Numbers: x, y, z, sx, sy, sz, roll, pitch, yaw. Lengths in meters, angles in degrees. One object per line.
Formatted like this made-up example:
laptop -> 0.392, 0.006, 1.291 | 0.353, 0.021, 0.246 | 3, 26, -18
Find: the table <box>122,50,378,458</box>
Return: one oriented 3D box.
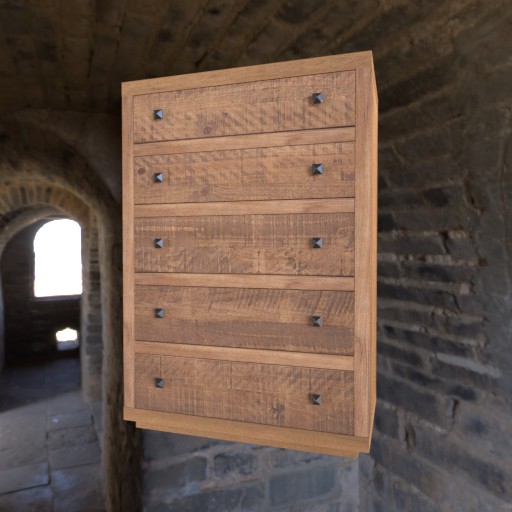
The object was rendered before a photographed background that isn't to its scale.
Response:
table -> 0.000, 0.000, 1.749 | 0.901, 1.294, 0.524 | 0, 1, 18
